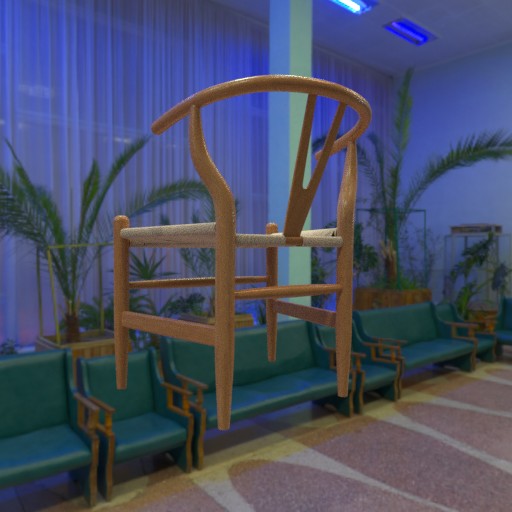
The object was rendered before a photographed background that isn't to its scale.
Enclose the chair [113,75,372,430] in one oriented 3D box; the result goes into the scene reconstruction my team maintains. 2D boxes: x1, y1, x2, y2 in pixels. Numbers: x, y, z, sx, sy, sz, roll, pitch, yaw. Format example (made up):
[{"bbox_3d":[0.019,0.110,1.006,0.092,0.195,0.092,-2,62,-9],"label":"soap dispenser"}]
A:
[{"bbox_3d":[0.000,0.000,1.157,0.569,0.730,0.579,0,1,-36],"label":"chair"}]
